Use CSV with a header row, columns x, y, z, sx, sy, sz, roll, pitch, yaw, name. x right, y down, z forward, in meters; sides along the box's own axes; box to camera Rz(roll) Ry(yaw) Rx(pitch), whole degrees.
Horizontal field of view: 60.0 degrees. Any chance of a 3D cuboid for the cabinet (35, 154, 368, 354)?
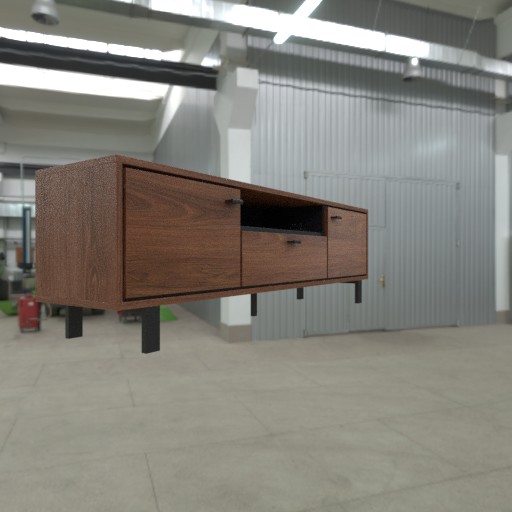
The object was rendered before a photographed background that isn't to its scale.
x,y,z,sx,sy,sz,roll,pitch,yaw,name
0.000,0.000,1.842,0.400,0.500,1.650,0,0,35,cabinet
